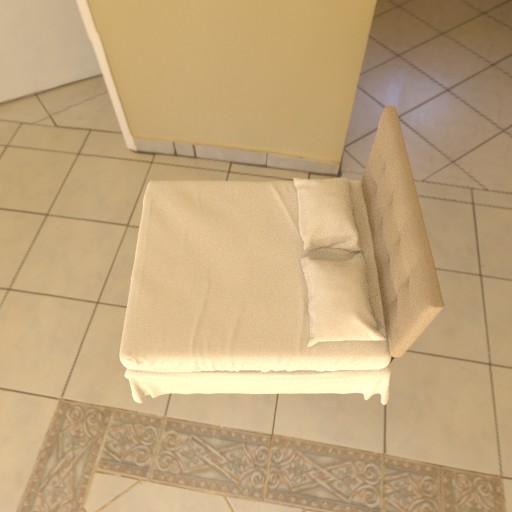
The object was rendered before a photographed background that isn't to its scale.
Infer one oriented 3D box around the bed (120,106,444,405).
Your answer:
[{"bbox_3d":[0.000,0.000,3.480,2.222,1.577,1.936,0,59,0],"label":"bed"}]
